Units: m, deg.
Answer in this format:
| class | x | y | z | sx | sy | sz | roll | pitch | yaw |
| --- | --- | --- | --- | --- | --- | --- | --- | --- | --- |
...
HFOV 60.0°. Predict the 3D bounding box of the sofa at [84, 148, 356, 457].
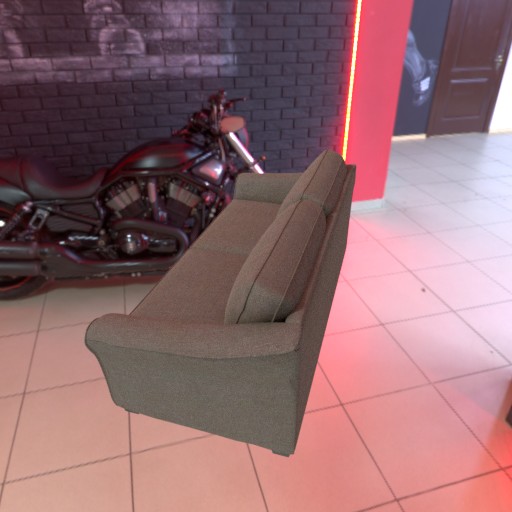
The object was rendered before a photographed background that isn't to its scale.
| class | x | y | z | sx | sy | sz | roll | pitch | yaw |
| --- | --- | --- | --- | --- | --- | --- | --- | --- | --- |
| sofa | 0.000 | 0.000 | 2.799 | 0.986 | 0.906 | 2.270 | 8 | 31 | 14 |
